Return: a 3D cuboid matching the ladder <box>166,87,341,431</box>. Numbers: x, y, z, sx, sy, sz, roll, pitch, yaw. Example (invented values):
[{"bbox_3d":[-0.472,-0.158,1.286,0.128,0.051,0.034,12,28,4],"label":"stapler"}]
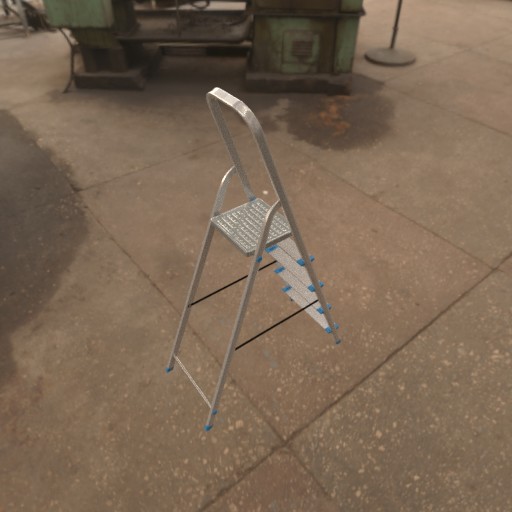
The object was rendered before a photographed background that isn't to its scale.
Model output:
[{"bbox_3d":[0.000,0.000,2.149,0.990,1.648,0.468,-26,49,-26],"label":"ladder"}]
